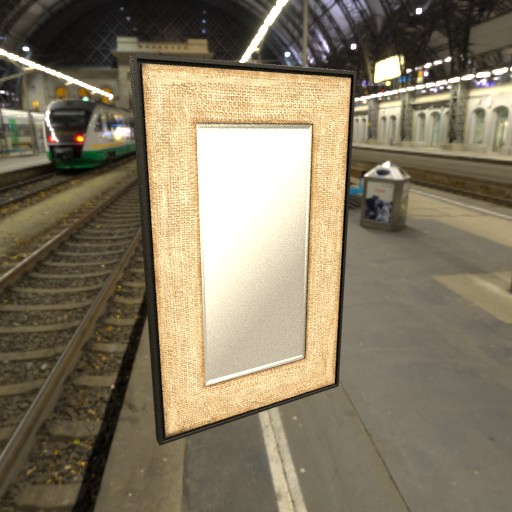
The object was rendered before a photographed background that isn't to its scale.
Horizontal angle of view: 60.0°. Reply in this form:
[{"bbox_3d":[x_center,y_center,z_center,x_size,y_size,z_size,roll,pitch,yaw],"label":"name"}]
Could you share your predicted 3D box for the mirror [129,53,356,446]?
[{"bbox_3d":[0.000,0.000,1.522,0.762,1.219,0.038,-8,18,-27],"label":"mirror"}]
